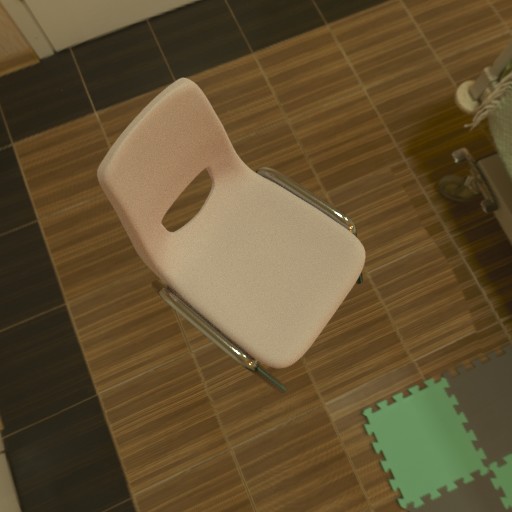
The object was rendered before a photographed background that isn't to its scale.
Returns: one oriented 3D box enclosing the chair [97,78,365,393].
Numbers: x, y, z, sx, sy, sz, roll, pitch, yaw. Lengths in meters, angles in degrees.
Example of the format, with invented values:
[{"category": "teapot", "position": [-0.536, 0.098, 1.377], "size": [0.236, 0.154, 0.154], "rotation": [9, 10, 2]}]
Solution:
[{"category": "chair", "position": [0.000, 0.000, 0.845], "size": [0.423, 0.586, 0.354], "rotation": [36, 78, 9]}]
